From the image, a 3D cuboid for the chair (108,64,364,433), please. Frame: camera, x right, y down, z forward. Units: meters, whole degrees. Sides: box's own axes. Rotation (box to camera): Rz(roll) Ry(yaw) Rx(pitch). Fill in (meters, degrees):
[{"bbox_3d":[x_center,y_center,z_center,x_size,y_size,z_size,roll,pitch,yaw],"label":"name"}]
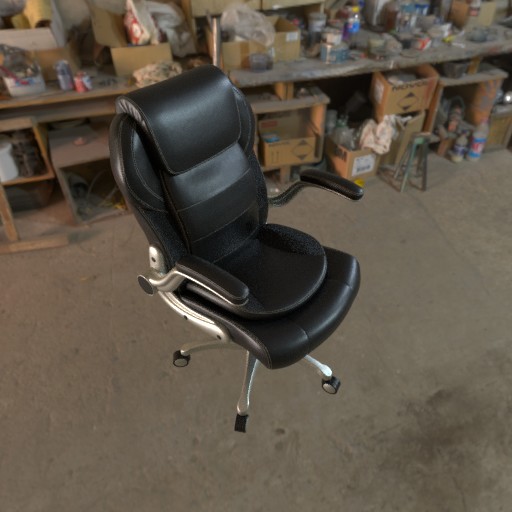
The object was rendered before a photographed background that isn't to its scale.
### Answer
[{"bbox_3d":[0.000,0.000,1.625,0.801,1.141,0.724,28,48,28],"label":"chair"}]
